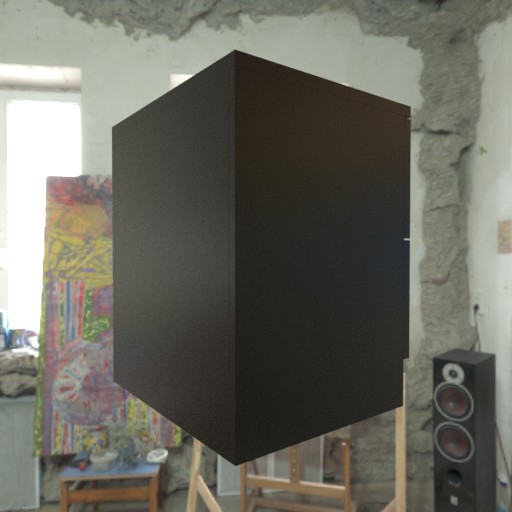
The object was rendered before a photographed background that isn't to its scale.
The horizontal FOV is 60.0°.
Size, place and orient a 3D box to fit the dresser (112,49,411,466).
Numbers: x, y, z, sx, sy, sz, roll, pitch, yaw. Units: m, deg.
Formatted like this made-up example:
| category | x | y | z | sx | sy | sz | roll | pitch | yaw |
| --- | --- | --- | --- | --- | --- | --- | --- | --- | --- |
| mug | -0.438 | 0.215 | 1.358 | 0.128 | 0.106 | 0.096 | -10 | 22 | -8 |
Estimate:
| category | x | y | z | sx | sy | sz | roll | pitch | yaw |
| --- | --- | --- | --- | --- | --- | --- | --- | --- | --- |
| dresser | 0.000 | 0.000 | 0.765 | 0.360 | 0.470 | 0.400 | -1 | 1 | -37 |
